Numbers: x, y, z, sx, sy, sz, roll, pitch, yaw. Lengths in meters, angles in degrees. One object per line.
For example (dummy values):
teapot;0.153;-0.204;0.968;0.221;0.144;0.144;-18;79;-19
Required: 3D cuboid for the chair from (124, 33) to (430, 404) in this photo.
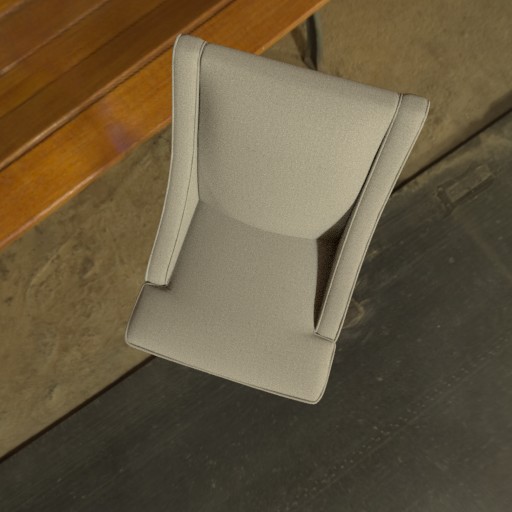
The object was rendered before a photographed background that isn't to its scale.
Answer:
chair;0.000;0.000;1.338;0.610;0.864;0.737;17;76;4
